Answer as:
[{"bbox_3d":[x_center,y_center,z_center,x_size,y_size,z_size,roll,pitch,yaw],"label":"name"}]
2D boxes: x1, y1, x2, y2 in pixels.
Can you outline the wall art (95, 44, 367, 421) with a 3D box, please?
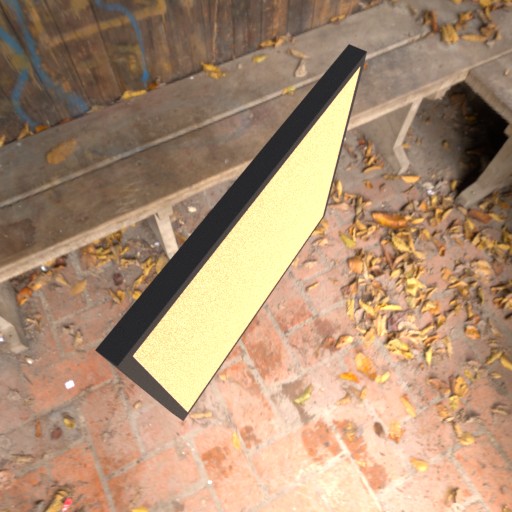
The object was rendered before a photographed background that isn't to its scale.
[{"bbox_3d":[0.000,0.000,0.756,0.030,0.454,0.554,30,67,14],"label":"wall art"}]
